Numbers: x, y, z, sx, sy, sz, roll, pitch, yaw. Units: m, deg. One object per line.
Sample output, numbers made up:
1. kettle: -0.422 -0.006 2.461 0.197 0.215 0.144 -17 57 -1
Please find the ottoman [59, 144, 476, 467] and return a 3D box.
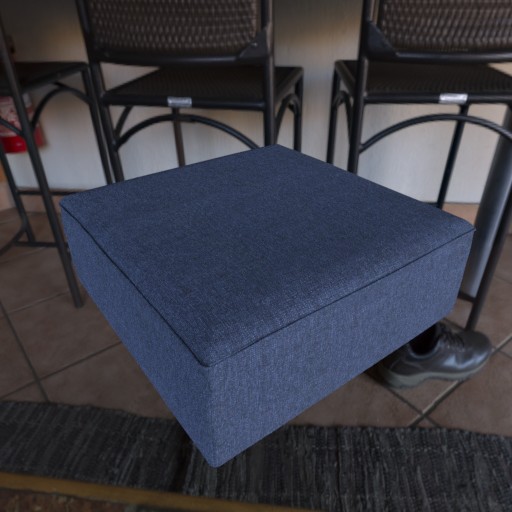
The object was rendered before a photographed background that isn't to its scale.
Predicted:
1. ottoman: 0.000 0.000 1.563 1.023 0.423 1.017 -21 38 -30
